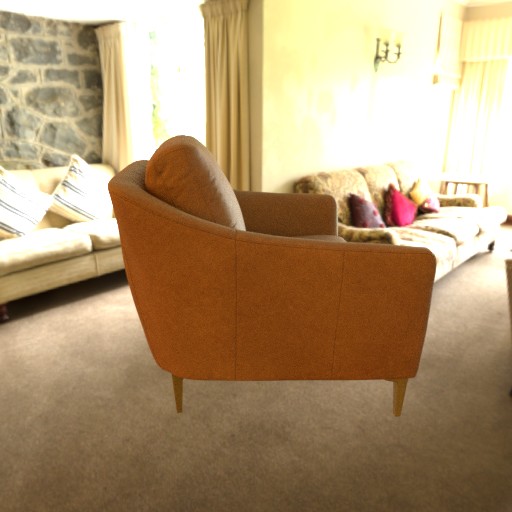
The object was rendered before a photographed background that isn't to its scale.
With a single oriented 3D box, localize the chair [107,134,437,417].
[{"bbox_3d":[0.000,0.000,1.714,0.963,0.895,0.988,-2,17,-8],"label":"chair"}]
